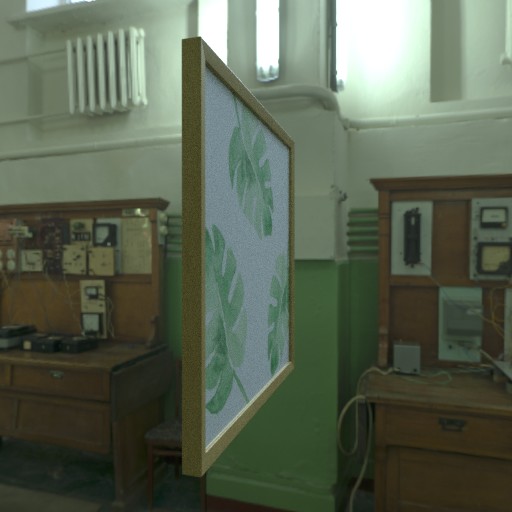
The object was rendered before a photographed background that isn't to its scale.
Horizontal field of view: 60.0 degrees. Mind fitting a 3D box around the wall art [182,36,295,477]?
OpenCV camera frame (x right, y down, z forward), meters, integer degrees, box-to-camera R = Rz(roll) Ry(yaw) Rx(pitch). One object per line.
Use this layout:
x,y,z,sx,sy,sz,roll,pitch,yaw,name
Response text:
0.000,0.000,1.135,0.037,0.763,0.763,0,0,17,wall art
